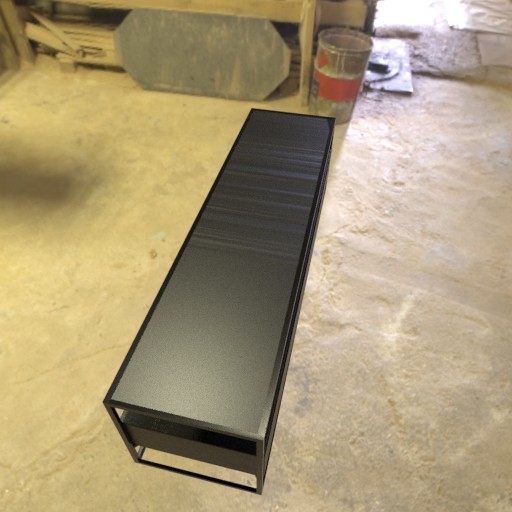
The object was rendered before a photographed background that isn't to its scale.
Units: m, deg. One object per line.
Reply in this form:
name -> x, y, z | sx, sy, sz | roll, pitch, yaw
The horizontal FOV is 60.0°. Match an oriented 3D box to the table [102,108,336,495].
table -> 0.000, 0.000, 1.668 | 0.399, 0.395, 1.486 | 10, 47, 9
